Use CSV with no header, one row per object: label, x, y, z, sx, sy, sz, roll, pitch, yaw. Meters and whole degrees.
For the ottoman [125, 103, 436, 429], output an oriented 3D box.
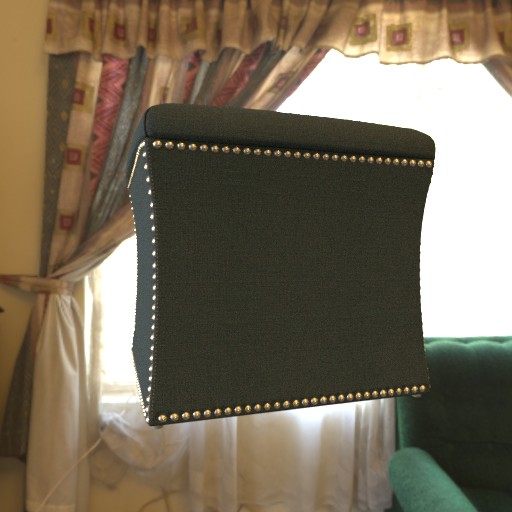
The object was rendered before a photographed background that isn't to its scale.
ottoman,0.000,0.000,0.893,0.497,0.475,0.507,0,1,-18
